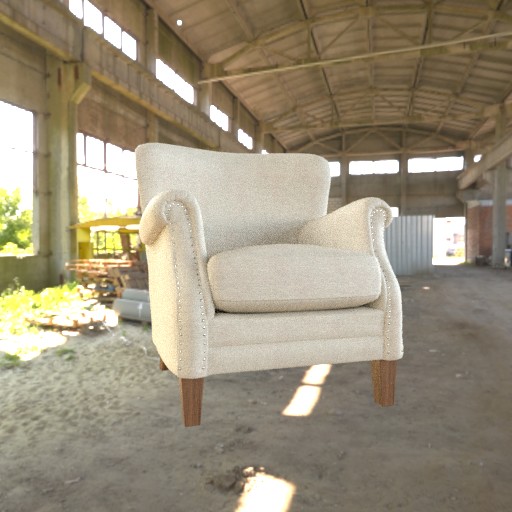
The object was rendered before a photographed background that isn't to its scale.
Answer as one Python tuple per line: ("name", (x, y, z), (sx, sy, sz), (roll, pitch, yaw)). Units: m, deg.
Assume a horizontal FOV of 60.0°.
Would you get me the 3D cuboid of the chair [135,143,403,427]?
("chair", (0.000, 0.000, 1.672), (0.861, 0.936, 0.921), (0, 1, -18))
